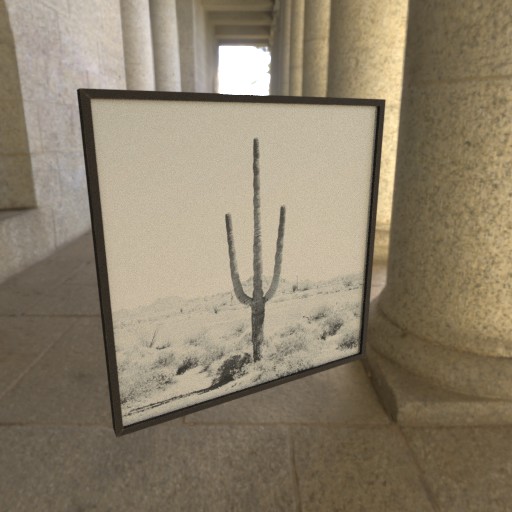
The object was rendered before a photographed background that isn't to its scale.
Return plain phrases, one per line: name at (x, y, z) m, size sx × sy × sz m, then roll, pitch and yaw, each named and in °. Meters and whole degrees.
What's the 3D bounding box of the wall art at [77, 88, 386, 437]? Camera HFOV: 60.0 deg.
wall art at (0.000, 0.000, 1.116) m, size 0.762 × 0.762 × 0.038 m, roll -9°, pitch 19°, yaw -28°
